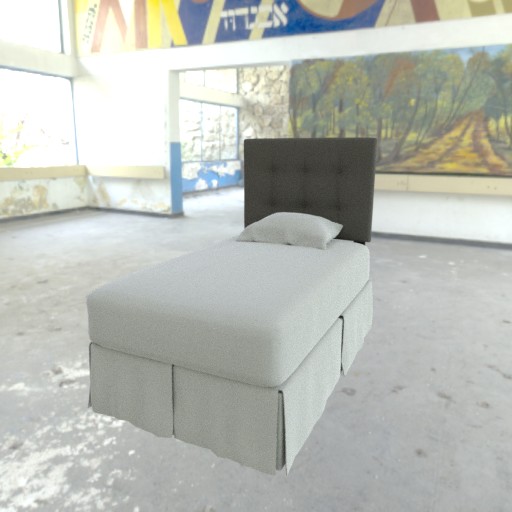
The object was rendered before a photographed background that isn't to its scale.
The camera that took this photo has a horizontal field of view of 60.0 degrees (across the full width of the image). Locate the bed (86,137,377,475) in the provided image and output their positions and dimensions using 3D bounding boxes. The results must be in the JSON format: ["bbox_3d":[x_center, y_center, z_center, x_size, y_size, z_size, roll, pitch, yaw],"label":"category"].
[{"bbox_3d":[0.000,0.000,2.979,1.261,1.571,1.997,7,15,25],"label":"bed"}]
